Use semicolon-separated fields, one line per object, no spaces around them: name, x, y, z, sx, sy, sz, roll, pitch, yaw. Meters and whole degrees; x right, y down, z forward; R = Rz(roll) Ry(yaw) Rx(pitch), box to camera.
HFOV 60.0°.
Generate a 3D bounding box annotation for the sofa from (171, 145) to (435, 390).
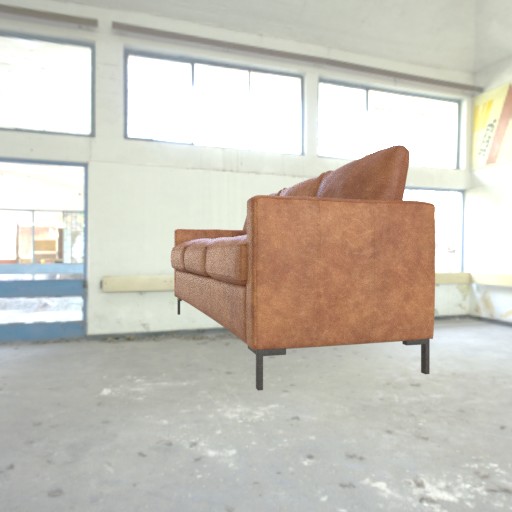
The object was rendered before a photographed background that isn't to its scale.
sofa;0.000;0.000;2.444;0.748;0.863;2.029;0;0;-18
